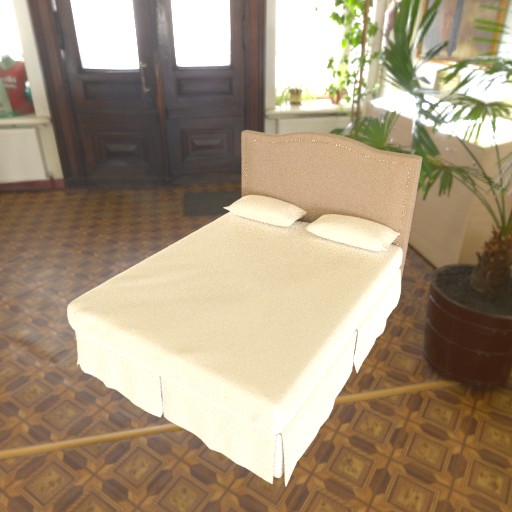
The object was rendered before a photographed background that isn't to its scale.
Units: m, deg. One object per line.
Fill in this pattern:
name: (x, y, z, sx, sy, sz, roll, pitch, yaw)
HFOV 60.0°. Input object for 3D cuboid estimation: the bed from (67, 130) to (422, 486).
bed: (0.000, 0.000, 3.389, 1.821, 1.436, 2.282, 17, 33, 28)
